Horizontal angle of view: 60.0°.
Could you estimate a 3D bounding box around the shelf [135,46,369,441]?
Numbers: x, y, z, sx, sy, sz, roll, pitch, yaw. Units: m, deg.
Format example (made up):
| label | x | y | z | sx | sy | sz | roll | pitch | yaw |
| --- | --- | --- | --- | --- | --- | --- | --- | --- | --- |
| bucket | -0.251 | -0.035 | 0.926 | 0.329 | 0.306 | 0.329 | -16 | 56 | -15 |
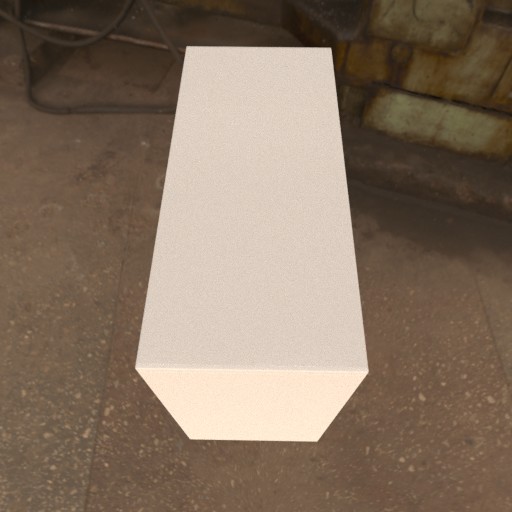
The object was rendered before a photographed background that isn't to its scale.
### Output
| label | x | y | z | sx | sy | sz | roll | pitch | yaw |
| --- | --- | --- | --- | --- | --- | --- | --- | --- | --- |
| shelf | 0.000 | 0.000 | 1.293 | 0.396 | 0.732 | 0.895 | 1 | 59 | 0 |
